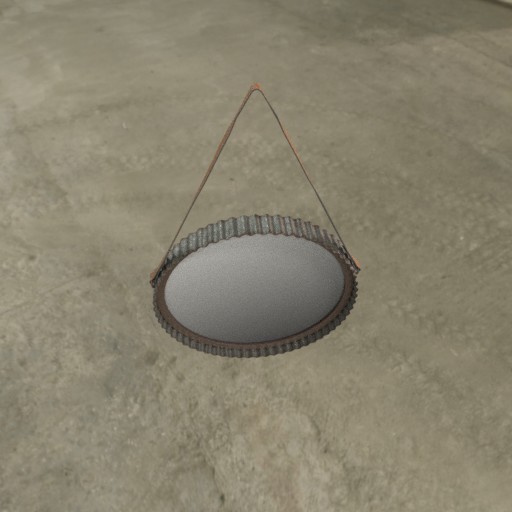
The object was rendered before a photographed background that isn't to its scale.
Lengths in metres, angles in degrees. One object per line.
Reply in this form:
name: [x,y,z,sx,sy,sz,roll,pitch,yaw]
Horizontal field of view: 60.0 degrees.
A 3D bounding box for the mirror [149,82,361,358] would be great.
mirror: [0.000,0.000,0.708,0.355,0.568,0.042,-4,47,-3]
